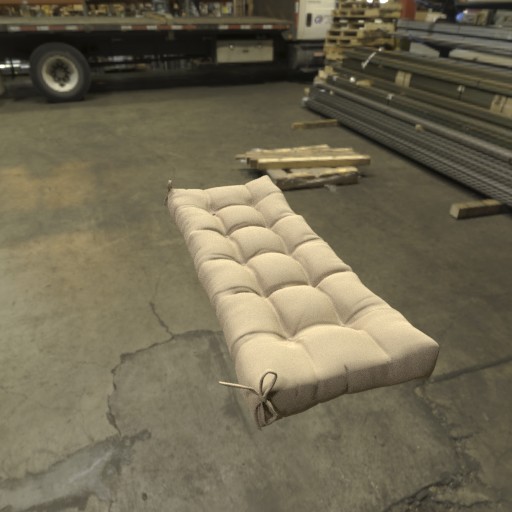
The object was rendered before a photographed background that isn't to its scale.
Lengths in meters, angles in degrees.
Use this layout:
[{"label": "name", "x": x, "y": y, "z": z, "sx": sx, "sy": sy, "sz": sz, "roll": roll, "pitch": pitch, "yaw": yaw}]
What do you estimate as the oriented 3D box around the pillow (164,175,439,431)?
[{"label": "pillow", "x": 0.000, "y": 0.000, "z": 1.391, "sx": 0.511, "sy": 0.174, "sz": 1.194, "roll": -10, "pitch": 32, "yaw": -16}]
